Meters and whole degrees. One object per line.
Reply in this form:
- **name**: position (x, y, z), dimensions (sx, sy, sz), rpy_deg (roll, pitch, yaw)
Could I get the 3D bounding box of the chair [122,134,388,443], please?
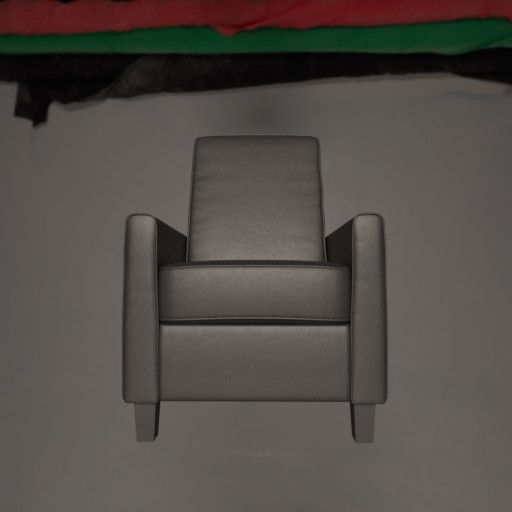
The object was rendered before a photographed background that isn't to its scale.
- **chair**: position (0.000, 0.000, 1.527), dimensions (0.705, 1.013, 0.746), rpy_deg (0, -1, 1)
